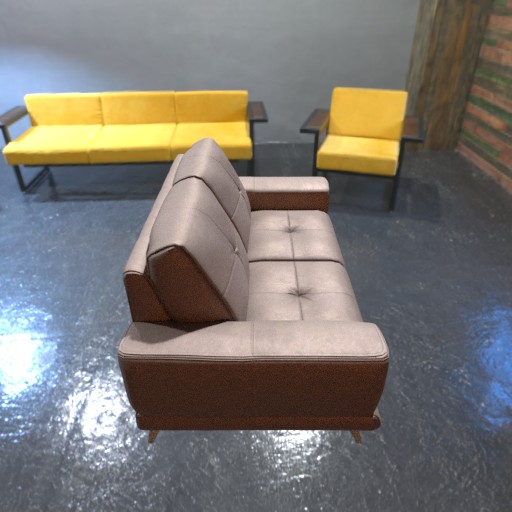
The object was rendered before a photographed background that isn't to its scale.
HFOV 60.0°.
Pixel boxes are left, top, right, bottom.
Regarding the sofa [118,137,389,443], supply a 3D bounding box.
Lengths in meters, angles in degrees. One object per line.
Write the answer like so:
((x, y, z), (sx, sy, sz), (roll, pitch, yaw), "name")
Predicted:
((0.000, 0.000, 2.384), (1.018, 0.907, 1.806), (0, 32, 0), "sofa")
